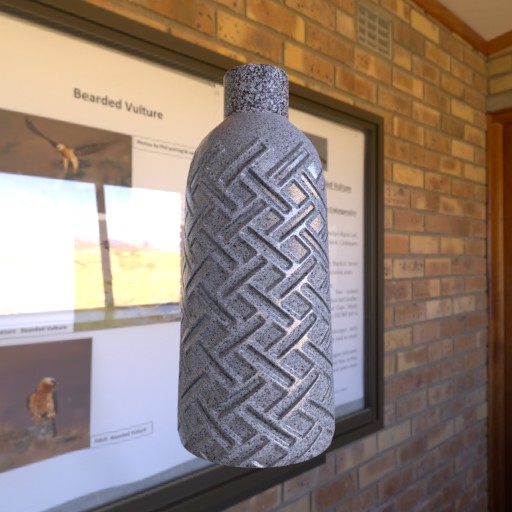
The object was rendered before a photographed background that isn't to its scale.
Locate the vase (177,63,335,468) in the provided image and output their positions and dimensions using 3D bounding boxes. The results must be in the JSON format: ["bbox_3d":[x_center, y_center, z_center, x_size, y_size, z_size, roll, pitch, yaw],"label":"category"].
[{"bbox_3d":[0.000,0.000,0.349,0.122,0.282,0.122,0,-1,0],"label":"vase"}]
